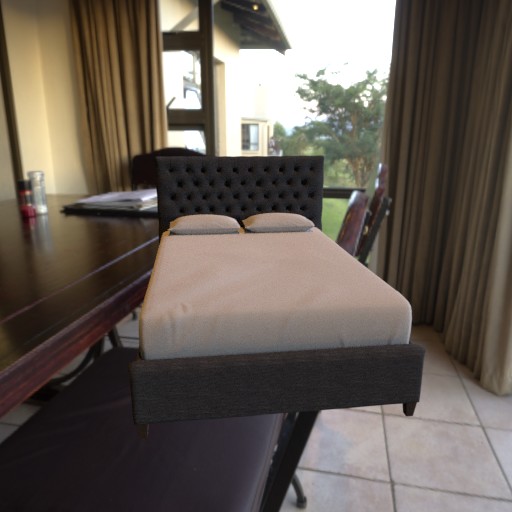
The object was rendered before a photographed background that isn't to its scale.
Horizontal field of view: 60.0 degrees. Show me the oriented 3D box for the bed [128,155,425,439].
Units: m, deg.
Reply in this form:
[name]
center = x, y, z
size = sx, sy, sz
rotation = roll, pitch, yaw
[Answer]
[bed]
center = 0.000, 0.000, 3.505
size = 1.698, 1.427, 2.387
rotation = -2, 16, -7
